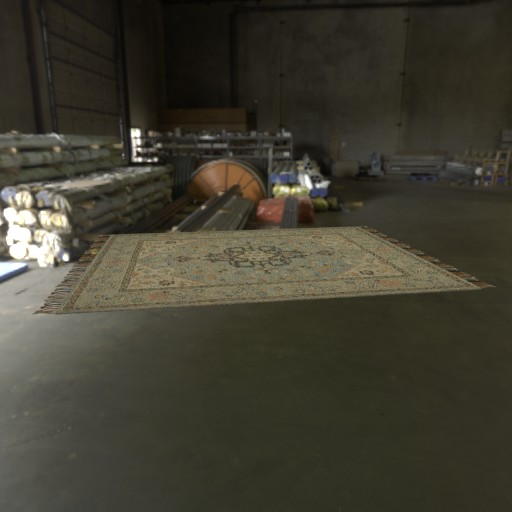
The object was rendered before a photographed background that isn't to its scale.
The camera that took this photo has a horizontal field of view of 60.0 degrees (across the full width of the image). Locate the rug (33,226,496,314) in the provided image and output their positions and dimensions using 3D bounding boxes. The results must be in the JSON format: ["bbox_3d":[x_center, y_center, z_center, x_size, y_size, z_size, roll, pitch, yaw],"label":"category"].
[{"bbox_3d":[0.000,0.000,4.139,3.221,0.011,2.379,-2,15,-9],"label":"rug"}]
